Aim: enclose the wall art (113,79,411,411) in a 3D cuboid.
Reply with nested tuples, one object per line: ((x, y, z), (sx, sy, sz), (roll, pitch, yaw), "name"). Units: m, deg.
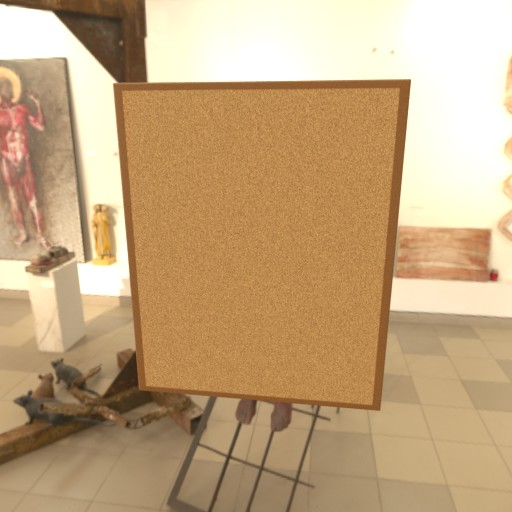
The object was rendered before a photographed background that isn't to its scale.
((0.000, 0.000, 0.515), (0.310, 0.379, 0.015), (2, 17, 8), "wall art")
